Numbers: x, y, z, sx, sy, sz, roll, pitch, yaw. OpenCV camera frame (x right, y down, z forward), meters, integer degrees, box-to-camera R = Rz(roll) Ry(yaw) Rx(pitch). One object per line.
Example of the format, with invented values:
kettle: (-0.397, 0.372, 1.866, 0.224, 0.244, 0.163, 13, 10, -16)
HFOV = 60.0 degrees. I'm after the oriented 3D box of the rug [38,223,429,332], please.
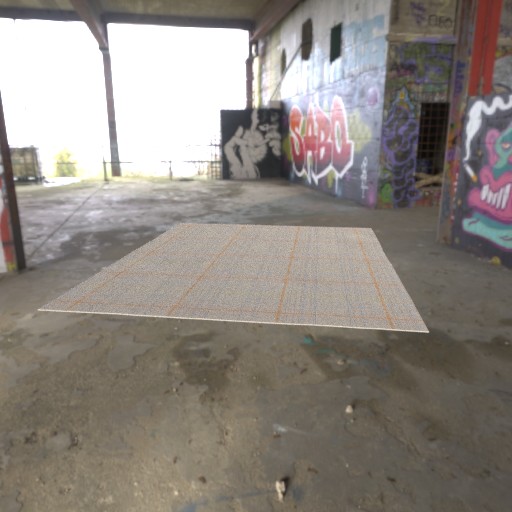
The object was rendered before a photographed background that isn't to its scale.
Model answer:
rug: (0.000, 0.000, 4.170, 2.448, 0.021, 3.051, 2, 15, 8)
